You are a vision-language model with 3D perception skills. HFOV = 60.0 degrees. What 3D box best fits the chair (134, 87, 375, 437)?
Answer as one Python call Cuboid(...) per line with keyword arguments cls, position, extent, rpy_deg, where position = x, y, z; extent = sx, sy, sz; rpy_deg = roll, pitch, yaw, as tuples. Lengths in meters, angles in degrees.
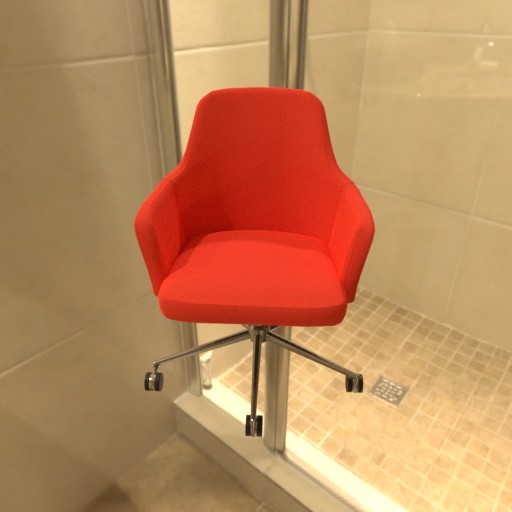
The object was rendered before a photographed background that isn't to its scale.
Cuboid(cls="chair", position=(0.000, 0.000, 1.255), extent=(0.655, 0.820, 0.600), rpy_deg=(2, 30, 3))
